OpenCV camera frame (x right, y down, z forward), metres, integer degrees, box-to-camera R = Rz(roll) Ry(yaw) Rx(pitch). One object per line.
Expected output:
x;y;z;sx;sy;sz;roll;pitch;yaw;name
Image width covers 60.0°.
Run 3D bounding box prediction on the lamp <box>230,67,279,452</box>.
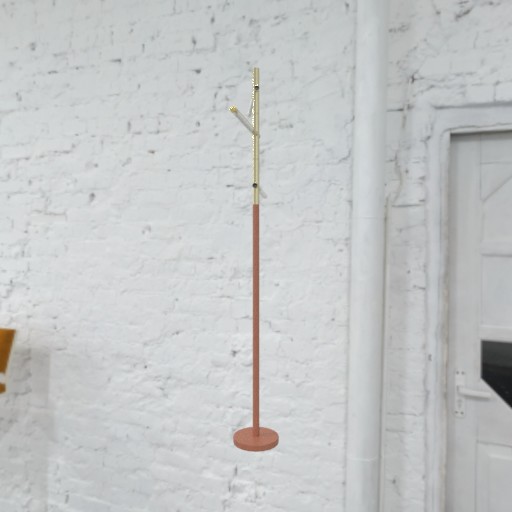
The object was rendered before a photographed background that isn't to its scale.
0.000;0.000;2.030;0.209;1.704;0.737;0;1;0;lamp
